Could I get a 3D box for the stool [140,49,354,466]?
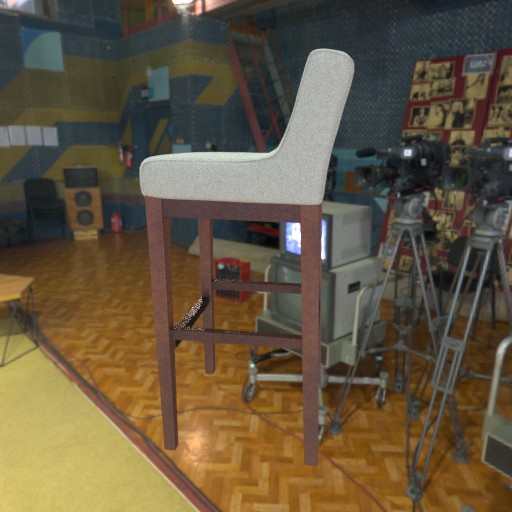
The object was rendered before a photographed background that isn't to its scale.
[{"bbox_3d":[0.000,0.000,1.309,0.500,1.037,0.511,2,15,9],"label":"stool"}]
